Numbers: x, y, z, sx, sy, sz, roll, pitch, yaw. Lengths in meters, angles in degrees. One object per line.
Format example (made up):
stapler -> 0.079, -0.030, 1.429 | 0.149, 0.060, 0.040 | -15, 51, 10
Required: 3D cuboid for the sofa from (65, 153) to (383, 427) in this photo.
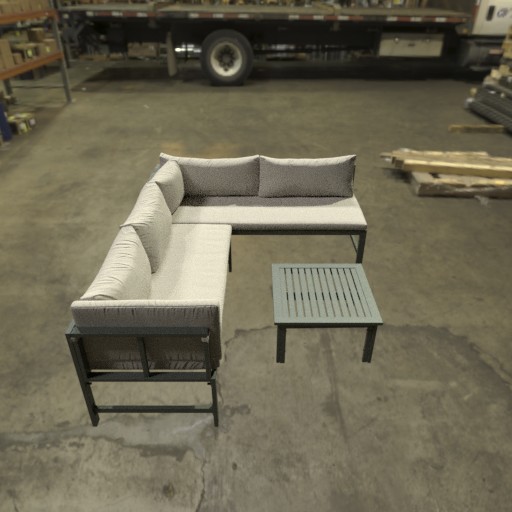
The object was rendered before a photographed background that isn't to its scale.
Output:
sofa -> 0.000, 0.000, 2.936 | 1.658, 0.758, 2.096 | 0, 32, 0
